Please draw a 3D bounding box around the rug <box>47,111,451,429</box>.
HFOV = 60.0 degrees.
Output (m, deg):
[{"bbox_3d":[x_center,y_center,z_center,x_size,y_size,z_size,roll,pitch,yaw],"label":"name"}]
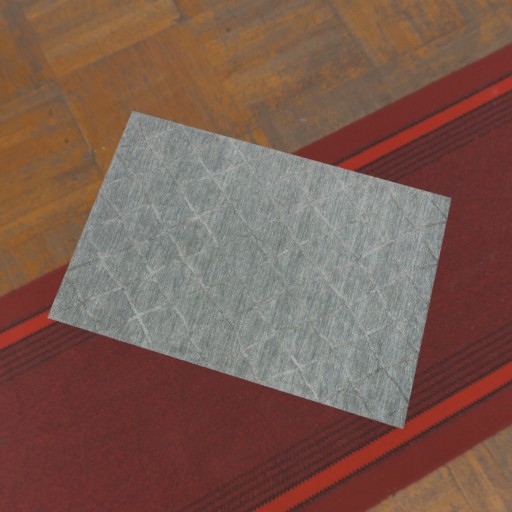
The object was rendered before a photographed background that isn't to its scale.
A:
[{"bbox_3d":[0.000,0.000,2.884,2.283,0.006,1.521,16,77,4],"label":"rug"}]
